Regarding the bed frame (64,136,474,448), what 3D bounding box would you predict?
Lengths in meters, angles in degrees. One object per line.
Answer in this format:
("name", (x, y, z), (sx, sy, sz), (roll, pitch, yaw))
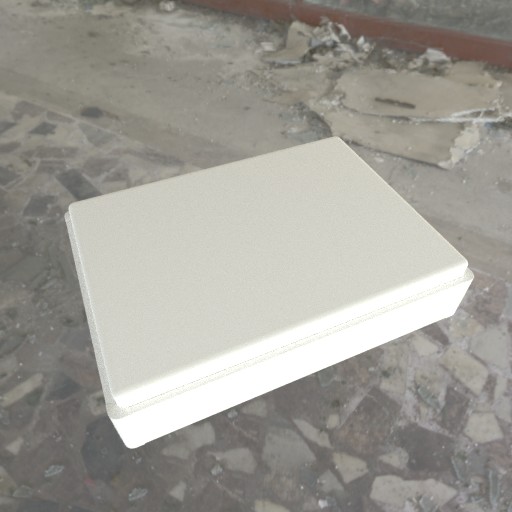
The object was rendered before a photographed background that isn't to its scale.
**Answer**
("bed frame", (0.000, 0.000, 2.557), (1.900, 0.406, 1.400), (-18, 49, -16))
